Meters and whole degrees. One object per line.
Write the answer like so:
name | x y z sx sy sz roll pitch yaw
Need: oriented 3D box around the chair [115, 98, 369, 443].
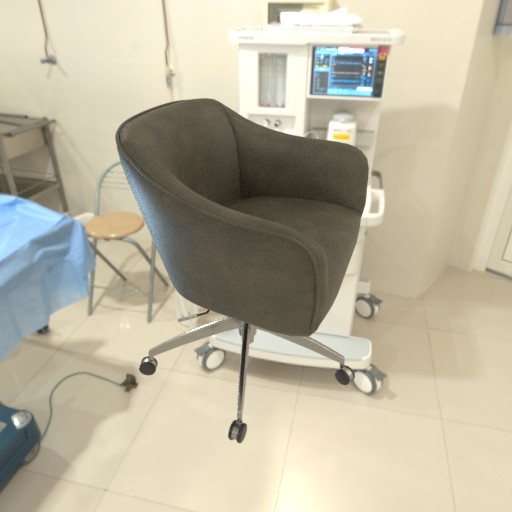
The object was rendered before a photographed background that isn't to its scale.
chair | 0.000 0.000 1.352 0.689 0.827 0.713 11 32 17
